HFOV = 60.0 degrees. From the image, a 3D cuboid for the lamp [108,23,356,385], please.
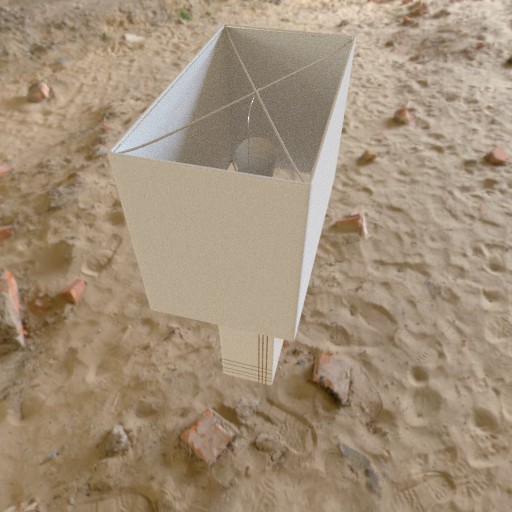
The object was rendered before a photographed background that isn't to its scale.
[{"bbox_3d":[0.000,0.000,0.677,0.182,0.543,0.334,11,47,10],"label":"lamp"}]
